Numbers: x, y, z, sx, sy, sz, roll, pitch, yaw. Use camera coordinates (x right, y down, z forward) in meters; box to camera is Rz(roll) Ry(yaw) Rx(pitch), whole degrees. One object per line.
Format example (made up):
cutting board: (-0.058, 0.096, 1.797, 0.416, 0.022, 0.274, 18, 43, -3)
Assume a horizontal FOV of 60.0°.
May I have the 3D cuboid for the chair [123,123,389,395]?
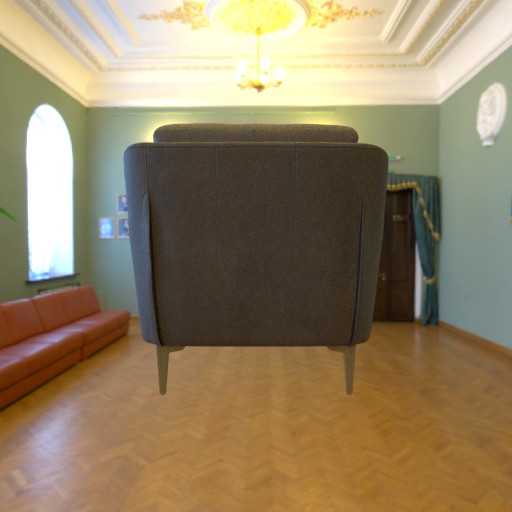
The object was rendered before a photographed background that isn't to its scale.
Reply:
chair: (0.000, 0.000, 1.757, 0.988, 0.901, 0.961, 0, 1, 0)
